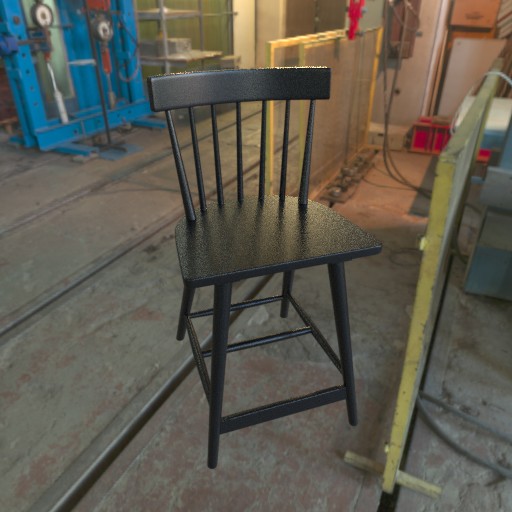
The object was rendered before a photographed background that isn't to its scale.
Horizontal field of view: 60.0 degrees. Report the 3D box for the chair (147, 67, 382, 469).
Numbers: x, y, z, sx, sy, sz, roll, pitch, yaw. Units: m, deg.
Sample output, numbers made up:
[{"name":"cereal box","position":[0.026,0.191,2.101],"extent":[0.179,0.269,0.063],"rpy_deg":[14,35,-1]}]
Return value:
[{"name":"chair","position":[0.000,0.000,1.257],"extent":[0.483,0.952,0.572],"rpy_deg":[-10,32,-16]}]
